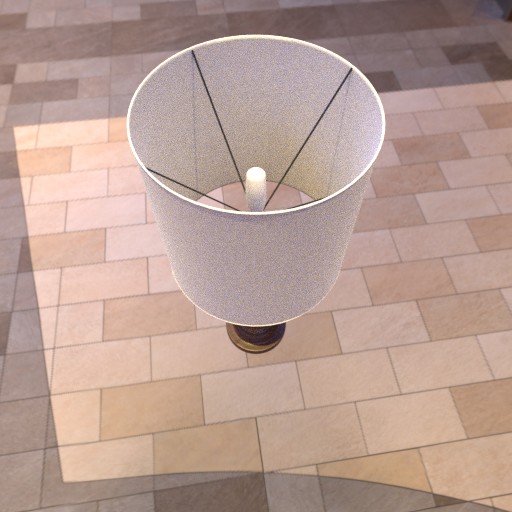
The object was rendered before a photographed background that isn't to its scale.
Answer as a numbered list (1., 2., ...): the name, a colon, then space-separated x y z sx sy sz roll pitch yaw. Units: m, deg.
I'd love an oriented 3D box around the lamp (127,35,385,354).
1. lamp: 0.000 0.000 0.556 0.208 0.455 0.208 31 64 17
